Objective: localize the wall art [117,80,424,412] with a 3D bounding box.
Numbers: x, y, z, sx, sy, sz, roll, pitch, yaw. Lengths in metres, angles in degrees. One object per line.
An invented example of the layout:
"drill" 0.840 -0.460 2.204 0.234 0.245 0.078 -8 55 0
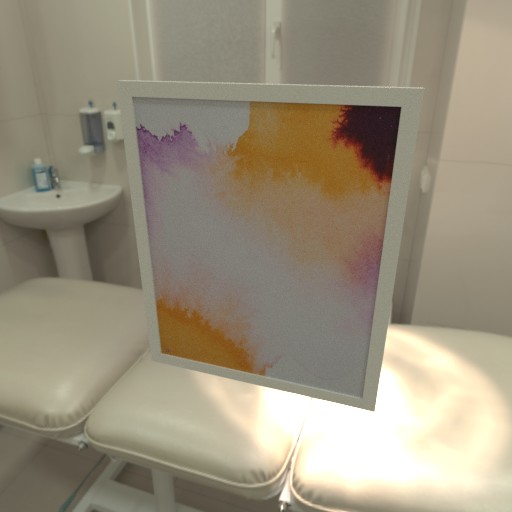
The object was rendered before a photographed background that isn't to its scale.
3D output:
"wall art" 0.000 0.000 0.629 0.382 0.456 0.013 8 26 17
